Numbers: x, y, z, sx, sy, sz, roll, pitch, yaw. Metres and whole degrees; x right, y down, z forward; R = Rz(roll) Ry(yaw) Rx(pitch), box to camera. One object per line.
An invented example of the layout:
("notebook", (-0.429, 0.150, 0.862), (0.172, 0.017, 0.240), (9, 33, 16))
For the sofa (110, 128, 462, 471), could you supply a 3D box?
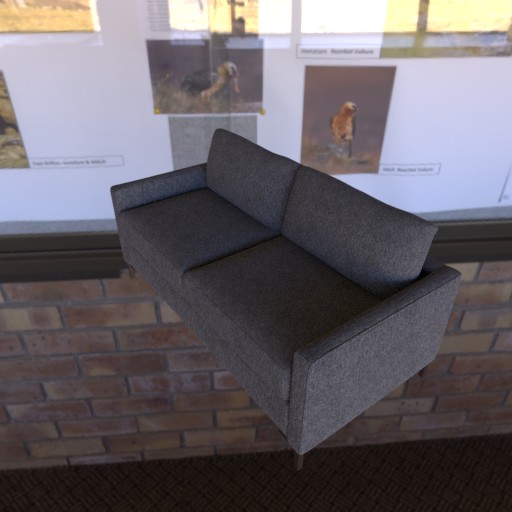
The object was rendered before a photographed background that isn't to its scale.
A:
("sofa", (0.000, 0.000, 2.258), (0.866, 0.862, 1.716), (-22, 39, -30))
